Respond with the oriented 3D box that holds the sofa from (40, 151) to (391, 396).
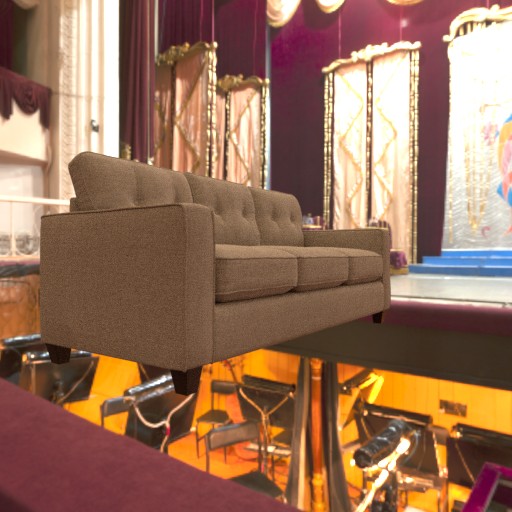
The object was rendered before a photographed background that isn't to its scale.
[{"bbox_3d":[0.000,0.000,2.597,0.939,0.965,2.133,0,0,35],"label":"sofa"}]
